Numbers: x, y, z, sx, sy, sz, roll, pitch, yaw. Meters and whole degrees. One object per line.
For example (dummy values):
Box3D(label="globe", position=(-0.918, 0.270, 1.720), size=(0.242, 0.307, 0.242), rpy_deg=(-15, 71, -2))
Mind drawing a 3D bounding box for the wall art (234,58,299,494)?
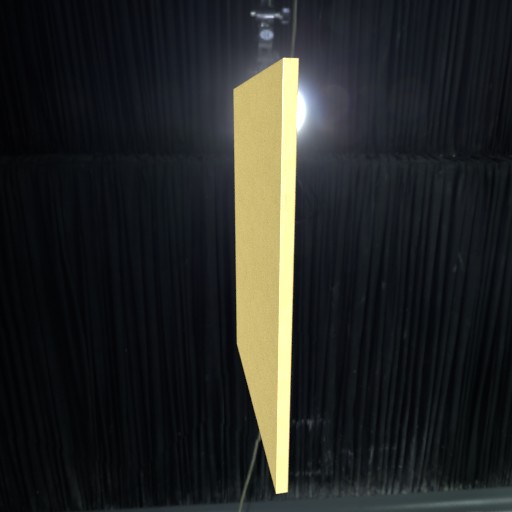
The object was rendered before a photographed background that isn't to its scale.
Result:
Box3D(label="wall art", position=(0.000, 0.000, 1.343), size=(0.030, 1.002, 0.798), rpy_deg=(-3, 17, -9))
